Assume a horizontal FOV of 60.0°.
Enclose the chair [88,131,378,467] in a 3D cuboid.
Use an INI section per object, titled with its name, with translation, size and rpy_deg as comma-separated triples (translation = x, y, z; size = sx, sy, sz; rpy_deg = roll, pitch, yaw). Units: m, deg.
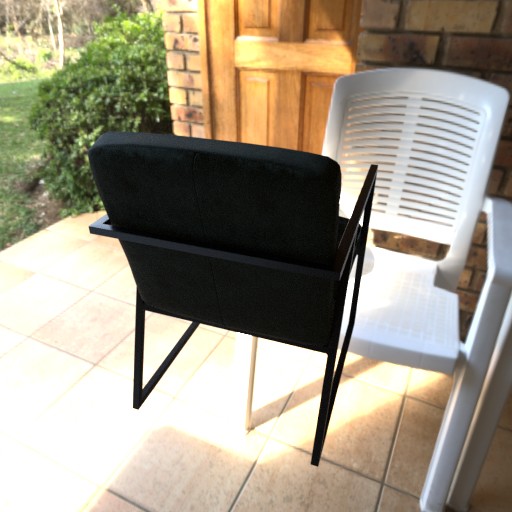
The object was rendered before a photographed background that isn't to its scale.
[chair]
translation = 0.000, 0.000, 1.283
size = 0.571, 0.833, 0.677
rpy_deg = 11, 33, 17
